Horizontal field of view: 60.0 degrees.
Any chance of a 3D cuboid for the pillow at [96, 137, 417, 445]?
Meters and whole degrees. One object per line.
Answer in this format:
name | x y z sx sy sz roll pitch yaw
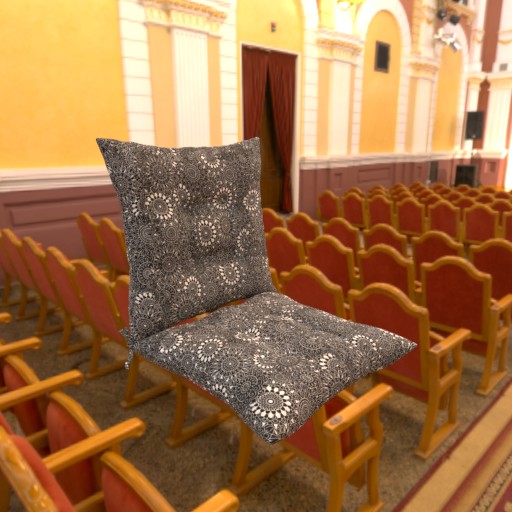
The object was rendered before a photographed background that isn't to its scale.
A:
pillow | 0.000 0.000 1.030 0.541 0.536 0.585 -14 20 -43
